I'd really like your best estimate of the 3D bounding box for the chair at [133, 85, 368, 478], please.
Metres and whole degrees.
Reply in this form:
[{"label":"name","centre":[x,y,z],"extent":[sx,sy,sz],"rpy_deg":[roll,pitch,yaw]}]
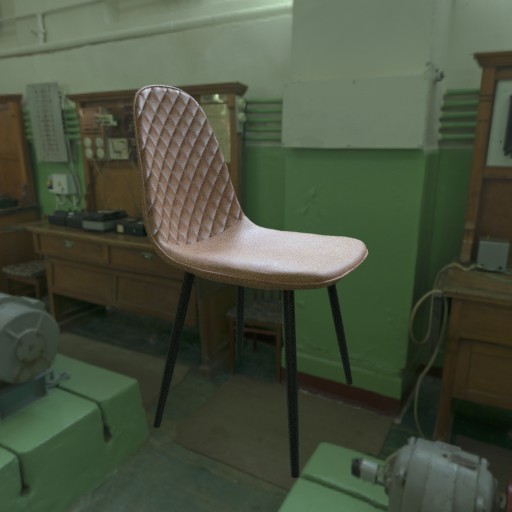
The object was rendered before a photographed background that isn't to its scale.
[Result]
[{"label":"chair","centre":[0.000,0.000,1.195],"extent":[0.561,0.889,0.472],"rpy_deg":[7,16,26]}]
